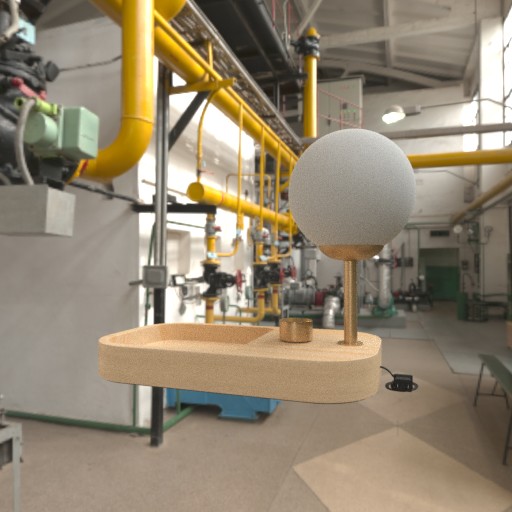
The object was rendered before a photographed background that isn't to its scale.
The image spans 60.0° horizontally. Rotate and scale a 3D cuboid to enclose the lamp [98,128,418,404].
[{"bbox_3d":[0.000,0.000,0.482,0.331,0.253,0.173,0,-1,19],"label":"lamp"}]
